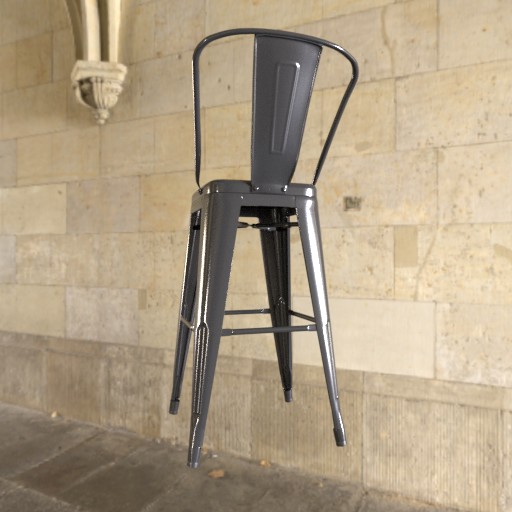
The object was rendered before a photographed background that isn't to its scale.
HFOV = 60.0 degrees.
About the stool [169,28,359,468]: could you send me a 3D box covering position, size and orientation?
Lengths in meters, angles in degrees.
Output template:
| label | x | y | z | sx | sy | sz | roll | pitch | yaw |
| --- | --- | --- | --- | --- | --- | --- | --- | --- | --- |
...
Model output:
| label | x | y | z | sx | sy | sz | roll | pitch | yaw |
| --- | --- | --- | --- | --- | --- | --- | --- | --- | --- |
| stool | 0.000 | 0.000 | 1.254 | 0.432 | 1.022 | 0.528 | 0 | 0 | -18 |
